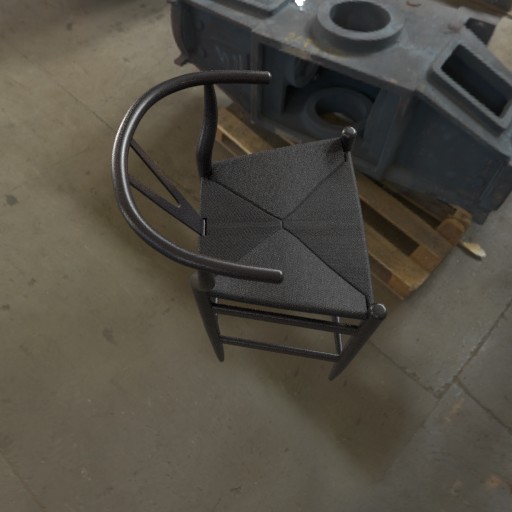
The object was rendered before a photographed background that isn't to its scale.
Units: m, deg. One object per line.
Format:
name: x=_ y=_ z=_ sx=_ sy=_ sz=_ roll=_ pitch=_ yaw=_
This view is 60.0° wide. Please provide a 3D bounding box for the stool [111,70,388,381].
stool: x=0.000 y=0.000 z=1.315 sx=0.579 sy=0.970 sz=0.569 roll=-1 pitch=63 yaw=-1
